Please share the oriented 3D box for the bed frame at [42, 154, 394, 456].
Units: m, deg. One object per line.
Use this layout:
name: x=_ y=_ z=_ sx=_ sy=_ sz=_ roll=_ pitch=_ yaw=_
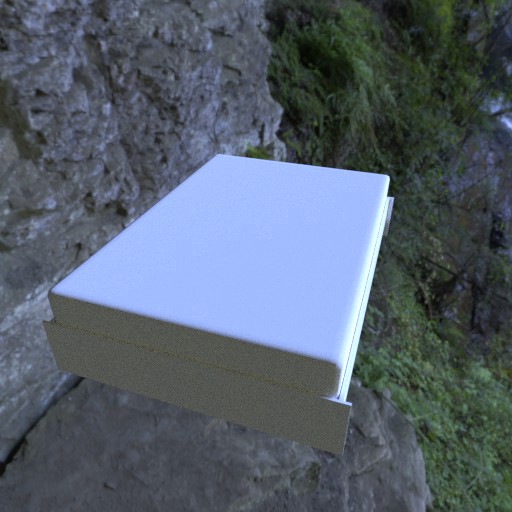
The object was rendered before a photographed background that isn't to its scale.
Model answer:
bed frame: x=0.000 y=0.000 z=2.686 sx=1.445 sy=0.497 sz=1.945 roll=11 pitch=34 yaw=16
